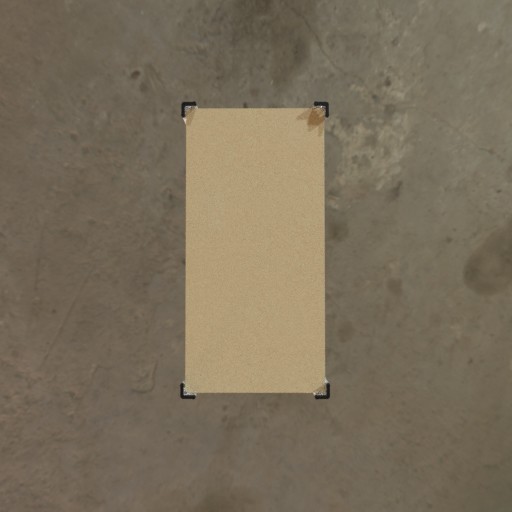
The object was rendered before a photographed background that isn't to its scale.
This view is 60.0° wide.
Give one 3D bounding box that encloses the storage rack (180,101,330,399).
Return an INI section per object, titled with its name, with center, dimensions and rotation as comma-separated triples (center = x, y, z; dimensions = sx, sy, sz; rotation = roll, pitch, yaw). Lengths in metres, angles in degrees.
[storage rack]
center = 0.000, 0.000, 2.271
dimensions = 0.457, 1.829, 0.914
rotation = 0, 89, 0
